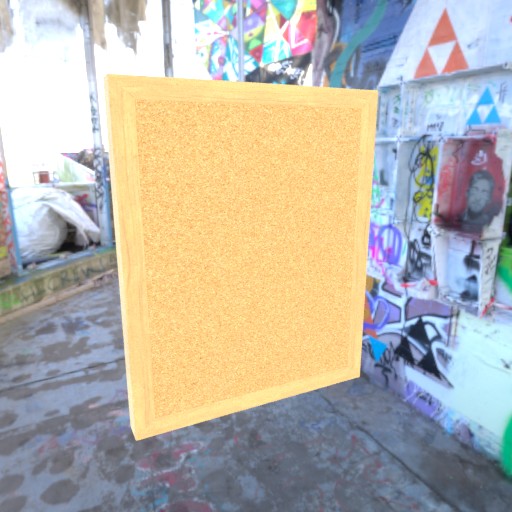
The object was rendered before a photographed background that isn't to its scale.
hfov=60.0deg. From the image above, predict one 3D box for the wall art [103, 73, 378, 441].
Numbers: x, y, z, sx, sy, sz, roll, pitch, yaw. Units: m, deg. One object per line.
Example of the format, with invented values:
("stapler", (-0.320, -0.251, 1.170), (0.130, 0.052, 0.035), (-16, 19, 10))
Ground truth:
("wall art", (0.000, 0.000, 0.523), (0.312, 0.380, 0.030), (-7, 16, -26))
